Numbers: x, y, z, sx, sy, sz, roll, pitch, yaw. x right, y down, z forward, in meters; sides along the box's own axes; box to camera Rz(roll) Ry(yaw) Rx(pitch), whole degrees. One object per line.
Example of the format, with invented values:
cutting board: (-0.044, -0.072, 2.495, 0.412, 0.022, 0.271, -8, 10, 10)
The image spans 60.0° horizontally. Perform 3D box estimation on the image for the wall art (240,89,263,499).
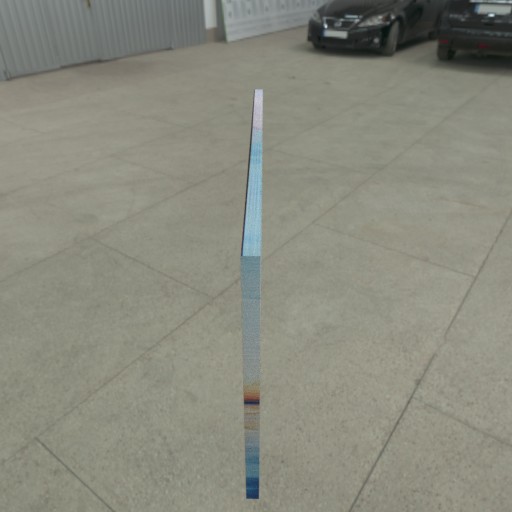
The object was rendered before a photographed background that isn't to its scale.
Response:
wall art: (0.000, 0.000, 0.750, 0.018, 0.402, 0.604, 1, 34, 1)
